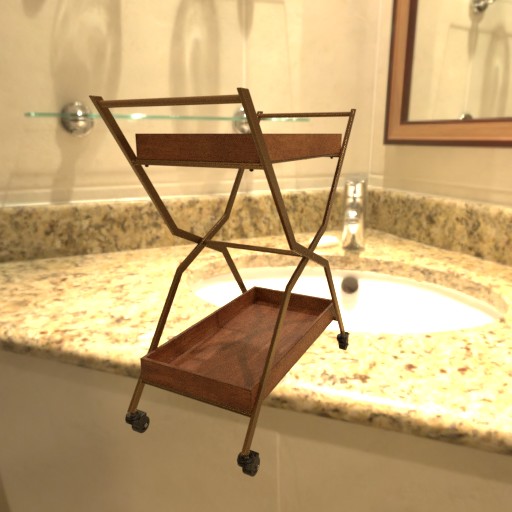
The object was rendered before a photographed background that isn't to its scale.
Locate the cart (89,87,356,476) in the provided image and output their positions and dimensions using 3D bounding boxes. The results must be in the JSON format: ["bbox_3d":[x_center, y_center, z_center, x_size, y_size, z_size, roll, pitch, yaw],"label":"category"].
[{"bbox_3d":[0.000,0.000,1.338,0.405,0.869,0.836,8,17,26],"label":"cart"}]
